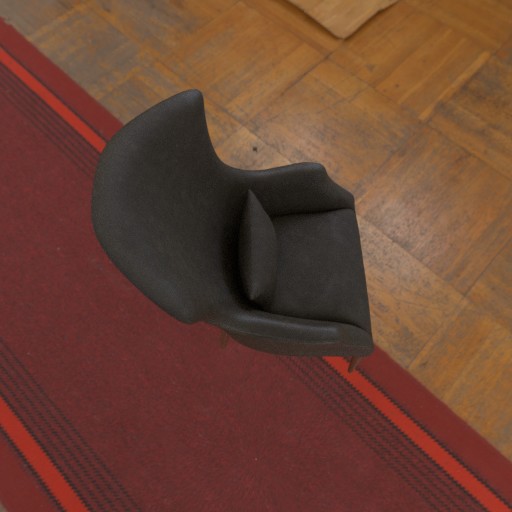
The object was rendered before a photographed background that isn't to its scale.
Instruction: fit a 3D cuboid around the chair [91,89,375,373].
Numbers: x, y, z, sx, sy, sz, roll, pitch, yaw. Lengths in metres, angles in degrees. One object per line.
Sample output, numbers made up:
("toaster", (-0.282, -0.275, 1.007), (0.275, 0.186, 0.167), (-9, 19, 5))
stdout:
("chair", (0.000, 0.000, 1.777), (0.954, 1.068, 0.819), (-1, 65, -1))
